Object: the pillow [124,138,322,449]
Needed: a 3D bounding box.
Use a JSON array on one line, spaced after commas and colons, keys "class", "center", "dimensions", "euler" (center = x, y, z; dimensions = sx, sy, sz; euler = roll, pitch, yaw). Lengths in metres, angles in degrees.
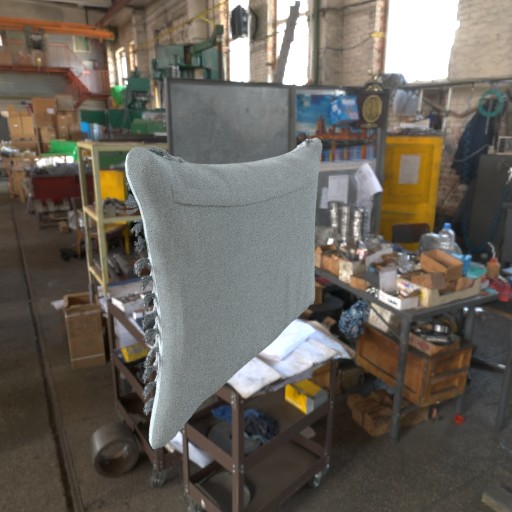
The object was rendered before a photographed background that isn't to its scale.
[{"class": "pillow", "center": [0.000, 0.000, 0.601], "dimensions": [0.084, 0.305, 0.466], "euler": [8, 18, 26]}]
